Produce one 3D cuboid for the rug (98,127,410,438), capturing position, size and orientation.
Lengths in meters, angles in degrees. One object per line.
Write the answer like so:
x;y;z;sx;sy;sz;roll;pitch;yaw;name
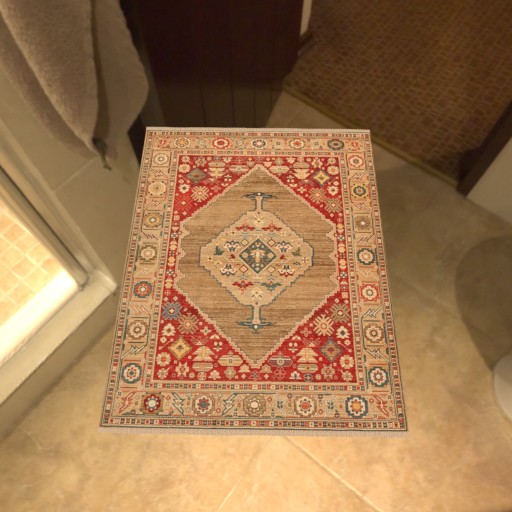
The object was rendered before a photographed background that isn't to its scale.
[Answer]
0.000;0.000;4.165;2.451;0.008;3.143;1;64;0;rug
